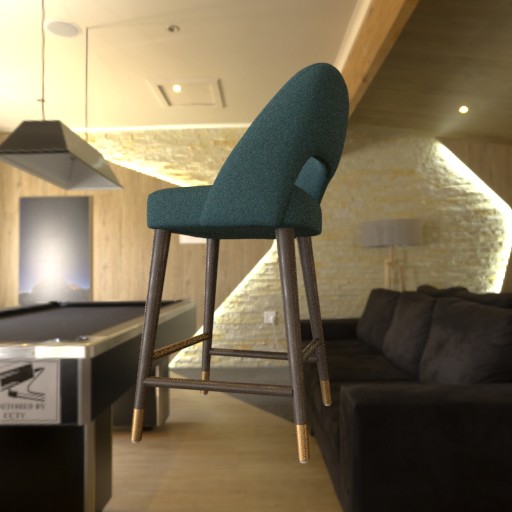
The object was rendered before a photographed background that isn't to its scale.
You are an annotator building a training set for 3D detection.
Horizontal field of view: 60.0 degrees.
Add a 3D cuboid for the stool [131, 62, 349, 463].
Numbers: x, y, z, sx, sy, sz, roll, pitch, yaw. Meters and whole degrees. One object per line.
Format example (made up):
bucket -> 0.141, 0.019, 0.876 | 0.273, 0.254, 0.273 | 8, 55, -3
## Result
stool -> 0.000, 0.000, 1.260 | 0.522, 0.939, 0.536 | -1, -2, 16
